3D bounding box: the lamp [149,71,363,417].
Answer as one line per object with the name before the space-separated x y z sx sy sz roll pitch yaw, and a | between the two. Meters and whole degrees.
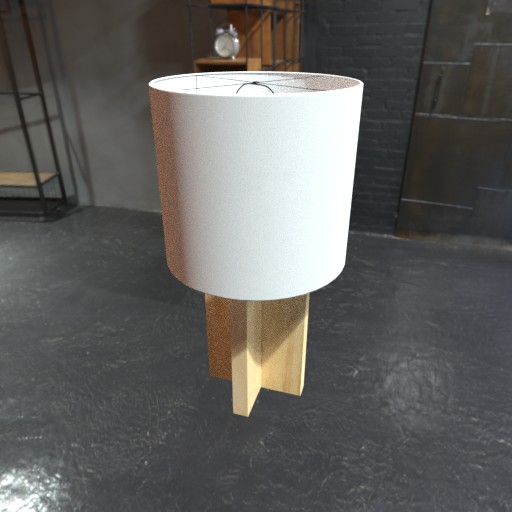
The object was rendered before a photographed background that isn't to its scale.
lamp | 0.000 0.000 0.579 0.229 0.428 0.229 8 28 16
